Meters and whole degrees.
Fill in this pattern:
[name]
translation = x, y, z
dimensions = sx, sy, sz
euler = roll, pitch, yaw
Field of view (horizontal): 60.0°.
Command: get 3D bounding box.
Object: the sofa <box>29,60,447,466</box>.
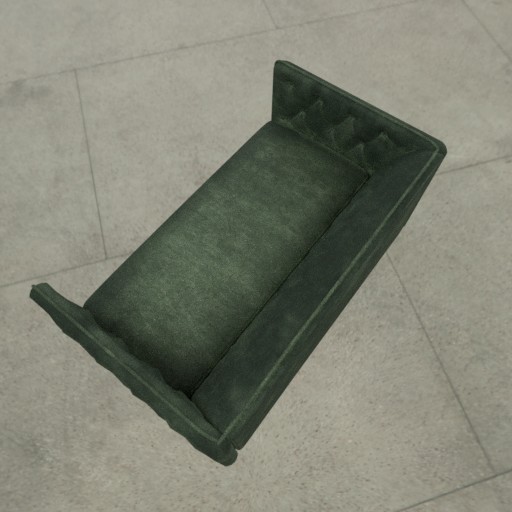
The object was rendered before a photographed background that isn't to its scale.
[sofa]
translation = 0.000, 0.000, 2.013
dimensions = 0.895, 0.768, 1.537
euler = 35, 68, 16
